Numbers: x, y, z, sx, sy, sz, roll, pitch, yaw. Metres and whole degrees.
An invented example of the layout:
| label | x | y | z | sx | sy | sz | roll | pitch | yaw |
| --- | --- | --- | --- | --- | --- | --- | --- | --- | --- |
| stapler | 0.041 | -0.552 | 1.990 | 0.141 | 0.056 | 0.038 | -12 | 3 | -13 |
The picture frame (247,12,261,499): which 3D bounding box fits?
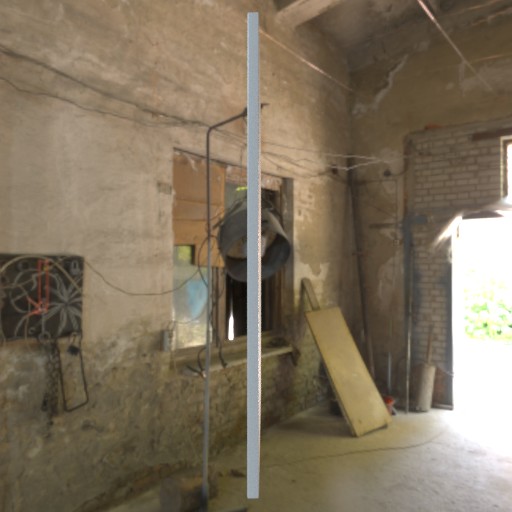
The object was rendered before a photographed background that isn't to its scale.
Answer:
| label | x | y | z | sx | sy | sz | roll | pitch | yaw |
| --- | --- | --- | --- | --- | --- | --- | --- | --- | --- |
| picture frame | 0.000 | 0.000 | 0.675 | 0.012 | 0.534 | 0.381 | 0 | -1 | 1 |
